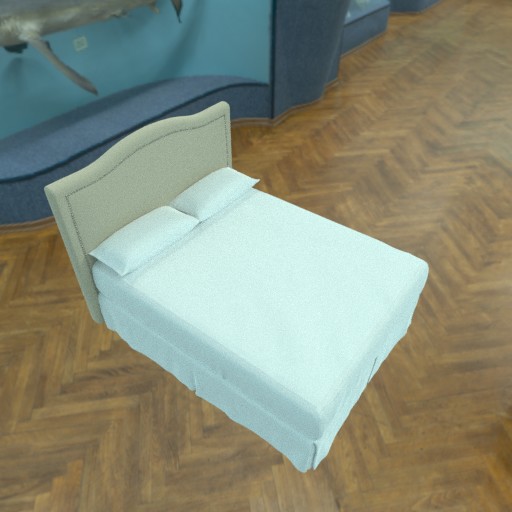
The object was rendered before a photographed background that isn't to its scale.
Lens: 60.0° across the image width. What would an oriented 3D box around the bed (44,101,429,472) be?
[{"bbox_3d":[0.000,0.000,3.291,2.143,1.460,1.753,27,48,27],"label":"bed"}]
